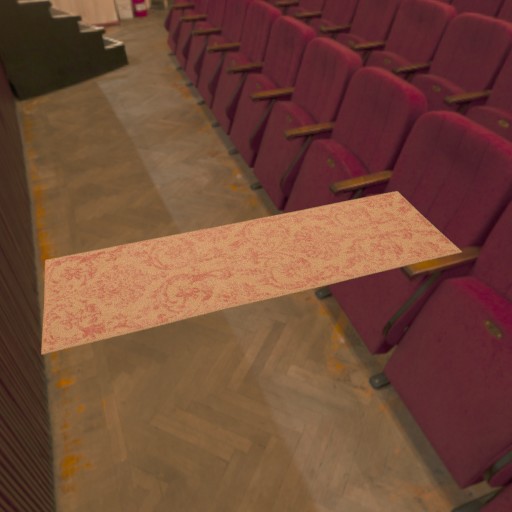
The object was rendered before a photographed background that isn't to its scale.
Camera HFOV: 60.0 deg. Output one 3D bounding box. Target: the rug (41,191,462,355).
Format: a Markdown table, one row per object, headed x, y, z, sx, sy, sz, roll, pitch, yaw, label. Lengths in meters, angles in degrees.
| x | y | z | sx | sy | sz | roll | pitch | yaw | label |
| --- | --- | --- | --- | --- | --- | --- | --- | --- | --- |
| 0.000 | 0.000 | 2.436 | 2.196 | 0.011 | 0.662 | -12 | 42 | -14 | rug |
